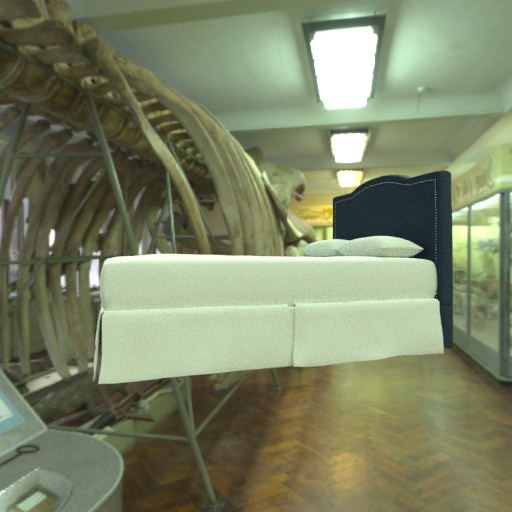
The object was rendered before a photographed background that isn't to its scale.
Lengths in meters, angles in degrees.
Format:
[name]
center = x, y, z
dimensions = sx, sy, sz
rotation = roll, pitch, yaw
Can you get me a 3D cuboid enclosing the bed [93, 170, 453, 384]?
[bed]
center = 0.000, 0.000, 3.657
dimensions = 2.507, 1.441, 1.741
rotation = 0, 0, -18
